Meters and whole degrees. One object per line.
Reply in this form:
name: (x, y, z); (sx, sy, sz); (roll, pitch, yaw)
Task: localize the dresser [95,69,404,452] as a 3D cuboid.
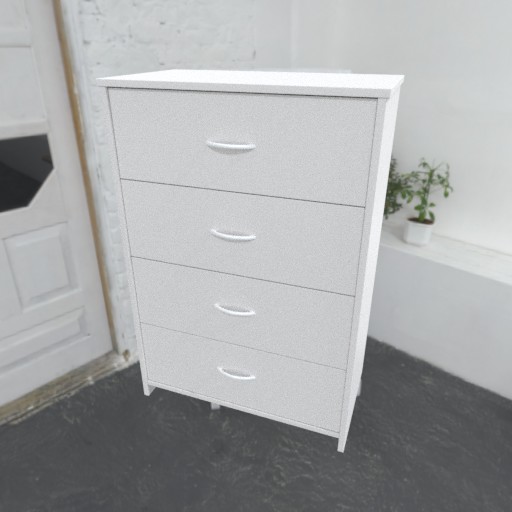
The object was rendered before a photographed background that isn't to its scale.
dresser: (0.000, 0.000, 1.359); (0.704, 1.021, 0.401); (9, 28, 18)
